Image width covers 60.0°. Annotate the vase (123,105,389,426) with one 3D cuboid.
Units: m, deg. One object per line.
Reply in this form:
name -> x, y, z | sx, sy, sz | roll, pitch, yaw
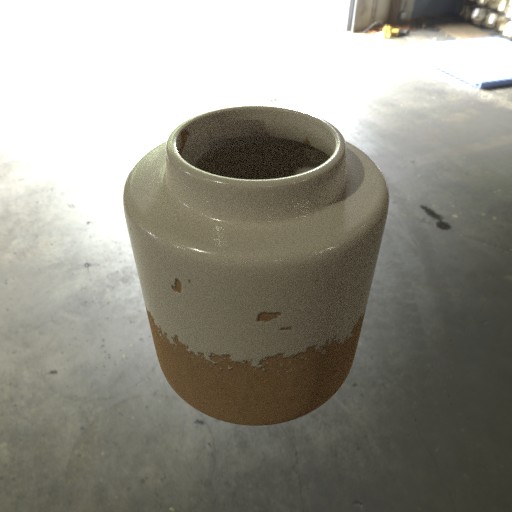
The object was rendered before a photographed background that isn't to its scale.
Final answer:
vase -> 0.000, 0.000, 0.294 | 0.153, 0.167, 0.153 | 0, 40, 0
